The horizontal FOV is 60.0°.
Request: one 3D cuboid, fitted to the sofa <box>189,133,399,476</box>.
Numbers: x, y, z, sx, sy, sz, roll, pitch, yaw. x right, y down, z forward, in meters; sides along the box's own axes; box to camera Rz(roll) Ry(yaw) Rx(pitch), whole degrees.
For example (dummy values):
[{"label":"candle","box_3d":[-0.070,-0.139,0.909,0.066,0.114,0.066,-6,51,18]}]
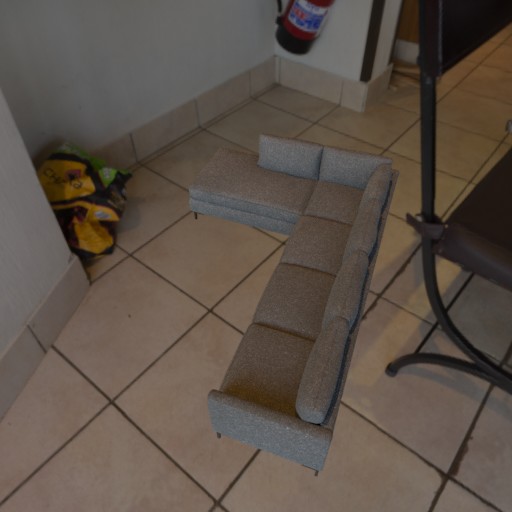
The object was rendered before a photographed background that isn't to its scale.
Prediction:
[{"label":"sofa","box_3d":[0.000,0.000,3.888,2.007,0.815,2.949,15,48,14]}]
